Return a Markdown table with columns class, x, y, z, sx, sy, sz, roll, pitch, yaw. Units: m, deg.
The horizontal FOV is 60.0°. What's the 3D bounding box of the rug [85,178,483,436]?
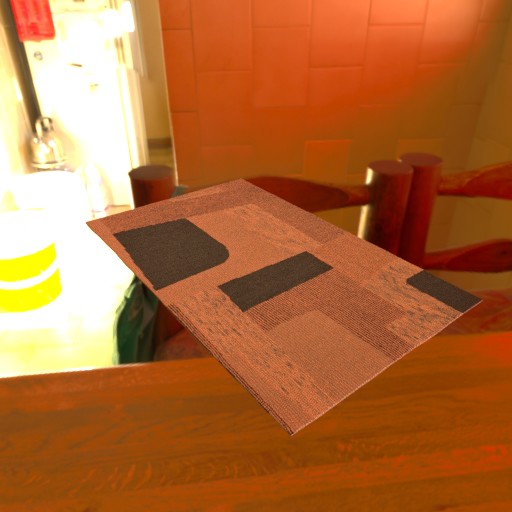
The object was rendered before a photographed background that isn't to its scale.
| class | x | y | z | sx | sy | sz | roll | pitch | yaw |
| --- | --- | --- | --- | --- | --- | --- | --- | --- | --- |
| rug | 0.000 | 0.000 | 3.048 | 1.521 | 0.015 | 2.436 | -22 | 38 | -31 |
